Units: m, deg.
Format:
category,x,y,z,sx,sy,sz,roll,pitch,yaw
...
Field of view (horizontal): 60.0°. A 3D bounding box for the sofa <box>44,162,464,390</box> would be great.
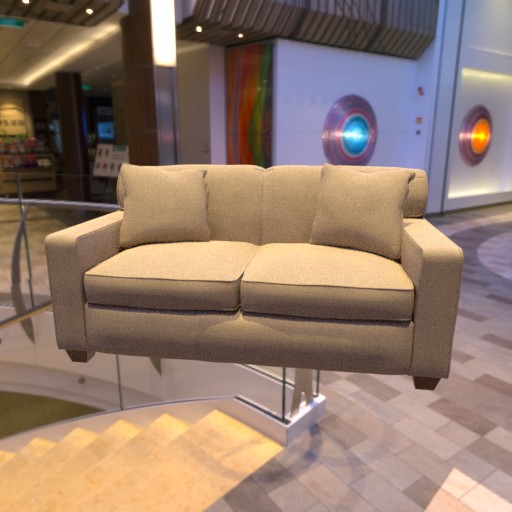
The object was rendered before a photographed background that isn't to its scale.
category,x,y,z,sx,sy,sz,roll,pitch,yaw
sofa,0.000,0.000,2.373,1.846,0.958,0.998,2,15,9
